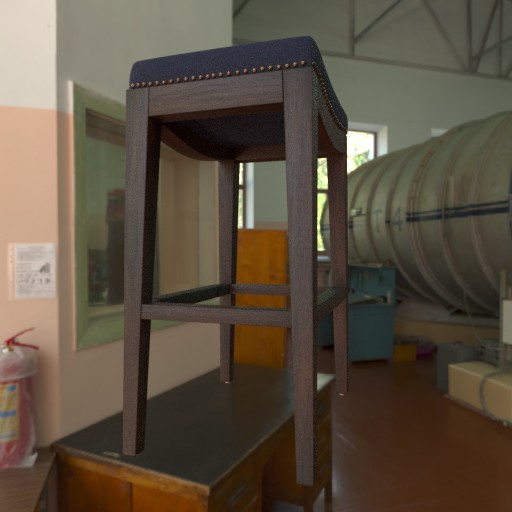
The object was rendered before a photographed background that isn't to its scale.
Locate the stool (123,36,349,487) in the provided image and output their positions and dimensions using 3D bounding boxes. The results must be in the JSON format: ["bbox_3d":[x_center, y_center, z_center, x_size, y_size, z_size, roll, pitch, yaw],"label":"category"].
[{"bbox_3d":[0.000,0.000,0.994,0.358,0.740,0.498,0,1,18],"label":"stool"}]
